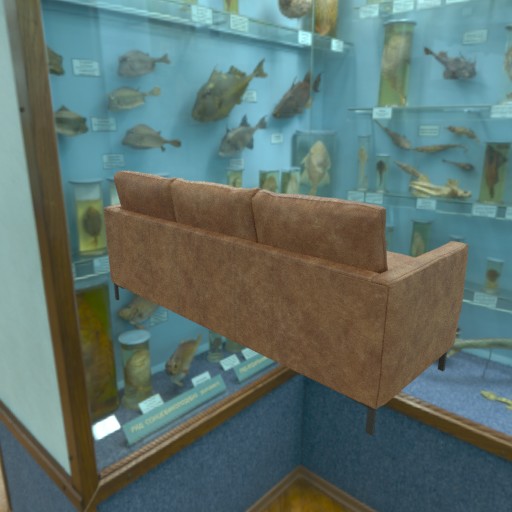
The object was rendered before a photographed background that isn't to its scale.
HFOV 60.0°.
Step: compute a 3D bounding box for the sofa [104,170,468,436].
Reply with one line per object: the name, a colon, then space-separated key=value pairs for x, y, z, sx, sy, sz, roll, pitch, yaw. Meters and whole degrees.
sofa: x=0.000 y=0.000 z=2.440 sx=2.029 sy=0.863 sz=0.748 roll=16 pitch=22 yaw=42
